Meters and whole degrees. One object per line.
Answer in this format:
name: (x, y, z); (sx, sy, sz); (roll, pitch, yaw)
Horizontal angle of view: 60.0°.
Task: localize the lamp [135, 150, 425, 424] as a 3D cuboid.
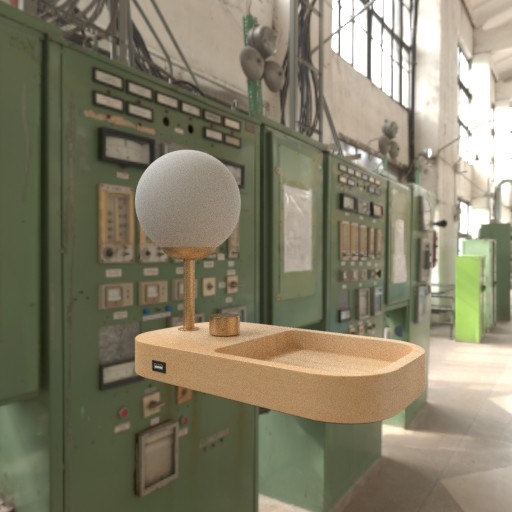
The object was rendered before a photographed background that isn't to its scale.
lamp: (0.000, 0.000, 0.475); (0.331, 0.253, 0.173); (0, 0, 37)
